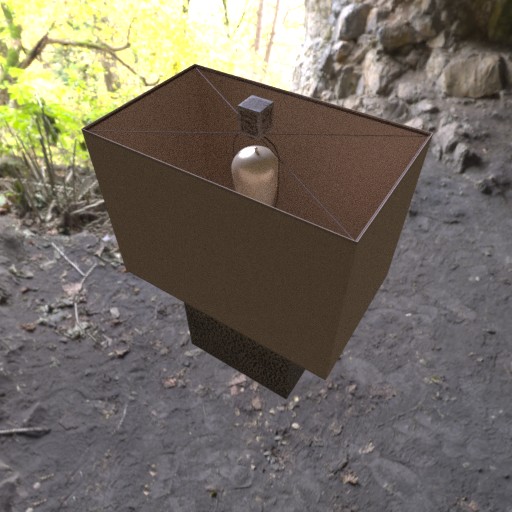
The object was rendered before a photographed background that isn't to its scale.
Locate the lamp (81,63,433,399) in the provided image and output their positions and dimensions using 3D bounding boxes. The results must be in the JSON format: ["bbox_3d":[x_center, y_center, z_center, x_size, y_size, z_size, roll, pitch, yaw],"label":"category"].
[{"bbox_3d":[0.000,0.000,0.561,0.294,0.411,0.180,25,51,22],"label":"lamp"}]
